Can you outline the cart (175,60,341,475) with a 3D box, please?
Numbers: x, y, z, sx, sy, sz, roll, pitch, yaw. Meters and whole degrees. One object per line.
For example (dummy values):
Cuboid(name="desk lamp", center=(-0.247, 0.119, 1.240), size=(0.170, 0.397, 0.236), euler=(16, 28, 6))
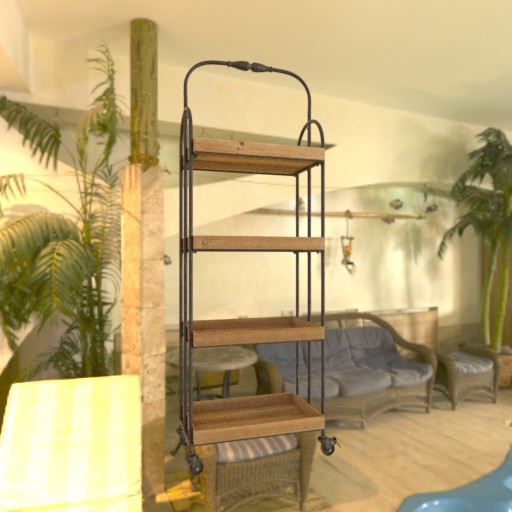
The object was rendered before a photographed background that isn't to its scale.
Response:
Cuboid(name="cart", center=(0.000, 0.000, 1.698), size=(0.581, 1.481, 0.308), euler=(0, 0, -17))
